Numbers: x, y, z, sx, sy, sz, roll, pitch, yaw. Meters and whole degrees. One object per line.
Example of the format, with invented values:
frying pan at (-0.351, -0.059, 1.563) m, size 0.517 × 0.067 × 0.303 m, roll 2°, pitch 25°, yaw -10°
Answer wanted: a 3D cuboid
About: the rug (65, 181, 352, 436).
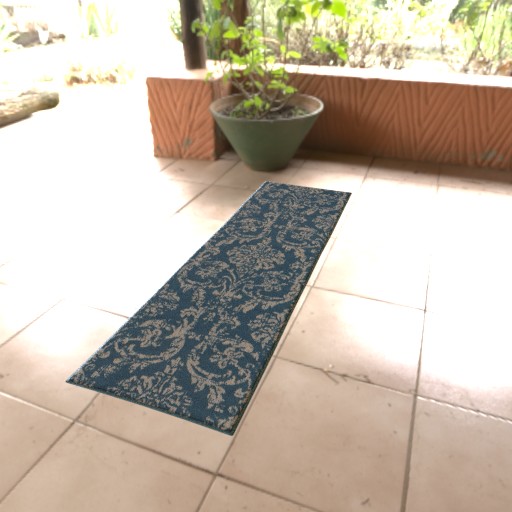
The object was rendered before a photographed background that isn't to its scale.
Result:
rug at (0.000, 0.000, 2.399) m, size 0.662 × 0.011 × 2.196 m, roll 11°, pitch 32°, yaw 18°
